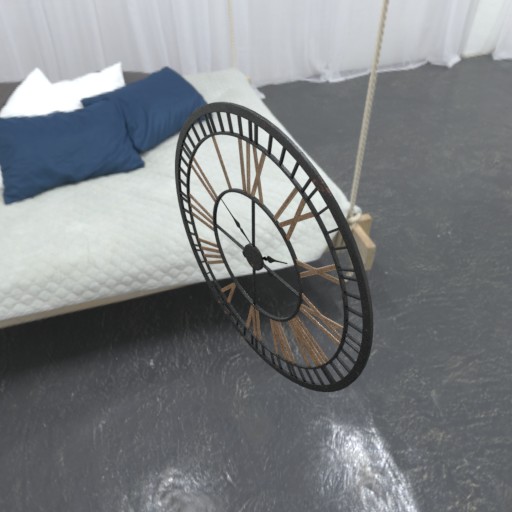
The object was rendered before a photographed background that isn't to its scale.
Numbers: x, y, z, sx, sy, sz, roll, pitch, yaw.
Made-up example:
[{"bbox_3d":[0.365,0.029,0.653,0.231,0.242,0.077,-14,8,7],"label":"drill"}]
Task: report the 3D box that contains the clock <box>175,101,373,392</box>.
[{"bbox_3d":[0.000,0.000,1.245,0.025,0.843,0.843,-27,48,-27],"label":"clock"}]
